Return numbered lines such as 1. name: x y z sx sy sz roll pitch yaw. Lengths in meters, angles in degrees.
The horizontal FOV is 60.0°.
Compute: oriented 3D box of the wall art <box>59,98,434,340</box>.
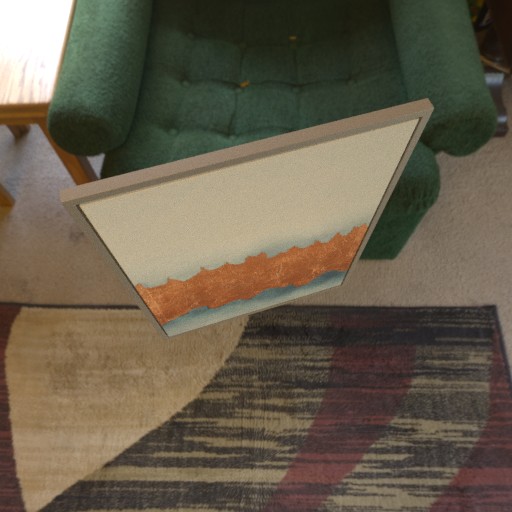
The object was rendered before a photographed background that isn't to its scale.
1. wall art: 0.000 0.000 1.374 0.789 1.042 0.034 -16 66 -7
